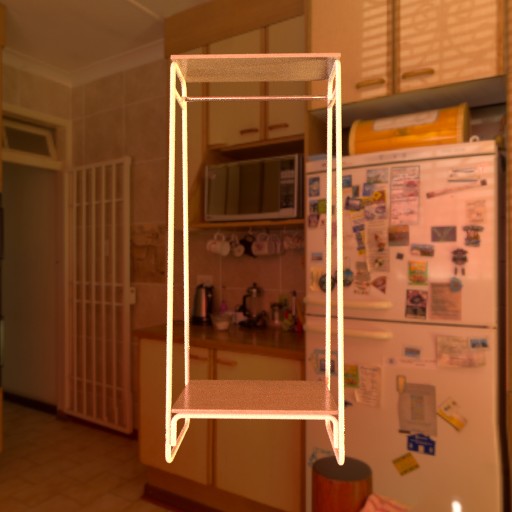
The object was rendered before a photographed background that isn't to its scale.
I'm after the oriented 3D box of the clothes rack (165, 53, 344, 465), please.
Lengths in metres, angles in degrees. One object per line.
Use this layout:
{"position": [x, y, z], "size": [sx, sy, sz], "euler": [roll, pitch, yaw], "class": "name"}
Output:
{"position": [0.000, 0.000, 1.771], "size": [0.640, 1.512, 0.400], "euler": [0, 0, 2], "class": "clothes rack"}
